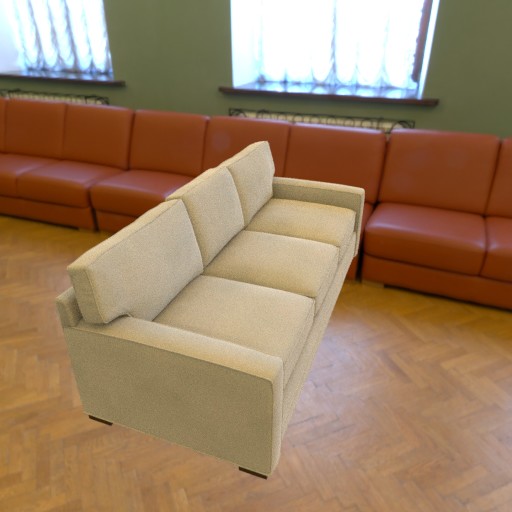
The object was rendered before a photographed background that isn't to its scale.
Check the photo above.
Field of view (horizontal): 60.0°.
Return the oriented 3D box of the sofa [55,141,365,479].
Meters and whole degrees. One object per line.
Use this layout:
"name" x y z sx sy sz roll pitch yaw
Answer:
"sofa" 0.000 0.000 2.580 0.935 0.862 2.088 10 30 18
